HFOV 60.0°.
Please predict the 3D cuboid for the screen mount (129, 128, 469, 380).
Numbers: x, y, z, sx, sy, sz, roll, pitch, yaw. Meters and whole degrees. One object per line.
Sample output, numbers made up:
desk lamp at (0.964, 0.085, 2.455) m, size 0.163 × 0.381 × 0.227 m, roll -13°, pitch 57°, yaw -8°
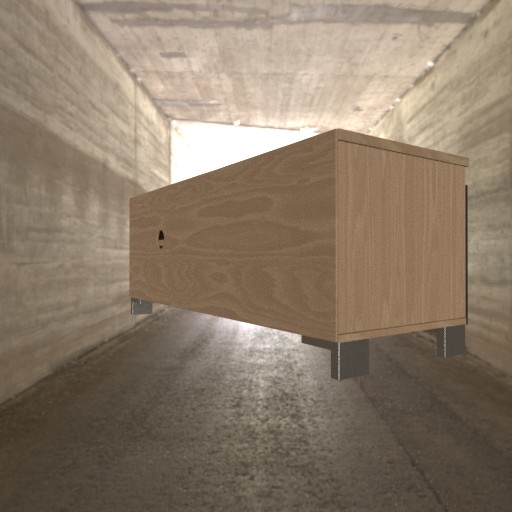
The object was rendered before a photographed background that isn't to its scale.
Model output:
screen mount at (0.000, 0.000, 1.314) m, size 0.406 × 0.432 × 1.084 m, roll 0°, pitch 0°, yaw -34°
